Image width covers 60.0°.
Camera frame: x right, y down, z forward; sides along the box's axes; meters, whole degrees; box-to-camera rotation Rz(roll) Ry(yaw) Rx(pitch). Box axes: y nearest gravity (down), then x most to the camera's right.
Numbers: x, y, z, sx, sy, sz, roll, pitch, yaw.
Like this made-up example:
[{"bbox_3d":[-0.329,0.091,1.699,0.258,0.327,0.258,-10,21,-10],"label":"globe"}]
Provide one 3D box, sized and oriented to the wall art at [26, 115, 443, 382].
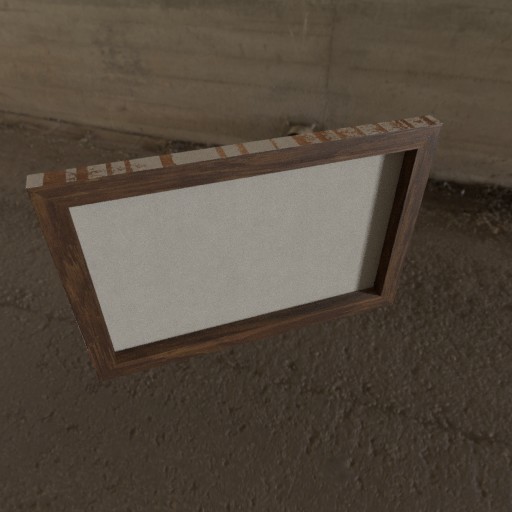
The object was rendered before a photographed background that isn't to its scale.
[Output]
[{"bbox_3d":[0.000,0.000,0.761,0.609,0.405,0.035,-12,41,-14],"label":"wall art"}]
